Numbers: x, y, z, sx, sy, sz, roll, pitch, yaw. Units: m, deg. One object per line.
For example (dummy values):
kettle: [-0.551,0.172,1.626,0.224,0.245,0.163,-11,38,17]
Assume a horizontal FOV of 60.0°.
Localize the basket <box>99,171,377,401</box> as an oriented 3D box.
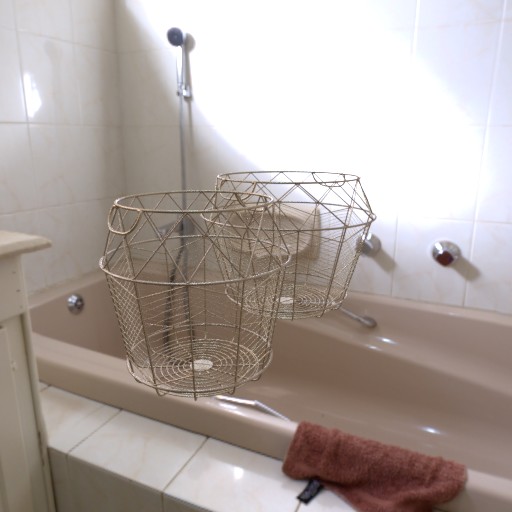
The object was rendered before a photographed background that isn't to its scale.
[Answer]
basket: [0.000,0.000,1.025,0.451,0.343,0.805,8,16,27]
